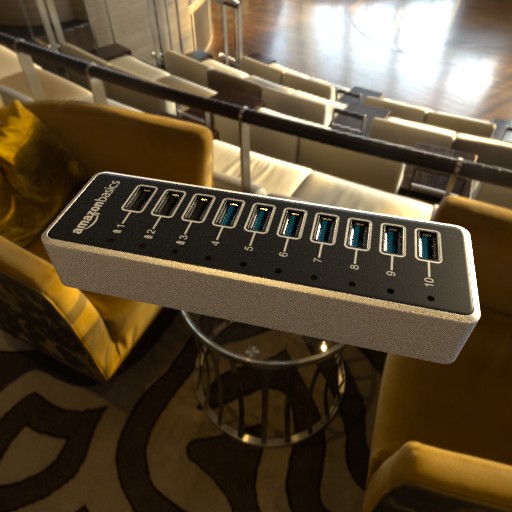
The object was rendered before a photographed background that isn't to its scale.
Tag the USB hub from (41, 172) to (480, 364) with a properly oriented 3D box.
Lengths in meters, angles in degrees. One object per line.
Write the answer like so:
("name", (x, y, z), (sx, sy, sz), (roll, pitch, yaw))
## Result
("USB hub", (0.000, 0.000, 0.162), (0.145, 0.023, 0.044), (10, 46, 10))
